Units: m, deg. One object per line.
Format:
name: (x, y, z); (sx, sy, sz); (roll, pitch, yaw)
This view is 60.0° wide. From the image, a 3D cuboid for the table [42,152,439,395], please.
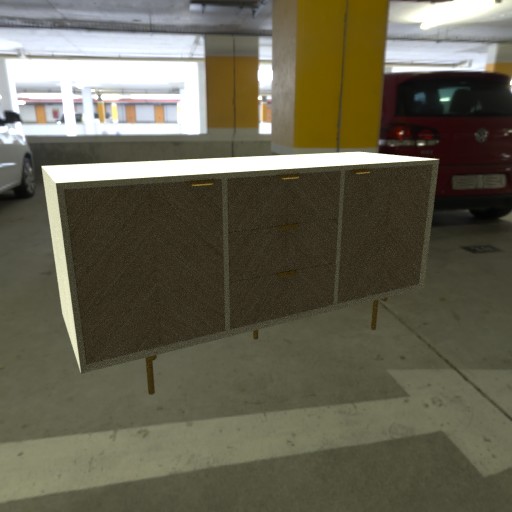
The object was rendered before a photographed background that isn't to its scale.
table: (0.000, 0.000, 1.858); (1.500, 0.769, 0.508); (-9, 19, -27)
